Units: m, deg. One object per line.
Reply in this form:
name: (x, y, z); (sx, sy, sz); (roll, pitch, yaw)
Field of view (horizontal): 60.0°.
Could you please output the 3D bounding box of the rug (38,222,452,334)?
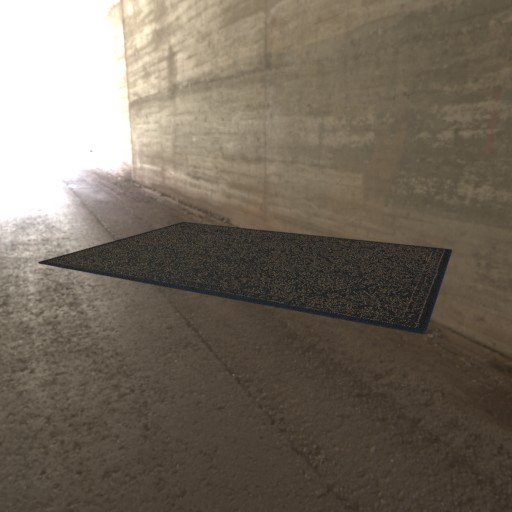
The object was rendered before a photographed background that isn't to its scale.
rug: (0.000, 0.000, 2.336); (1.829, 0.010, 1.219); (7, 17, 26)
